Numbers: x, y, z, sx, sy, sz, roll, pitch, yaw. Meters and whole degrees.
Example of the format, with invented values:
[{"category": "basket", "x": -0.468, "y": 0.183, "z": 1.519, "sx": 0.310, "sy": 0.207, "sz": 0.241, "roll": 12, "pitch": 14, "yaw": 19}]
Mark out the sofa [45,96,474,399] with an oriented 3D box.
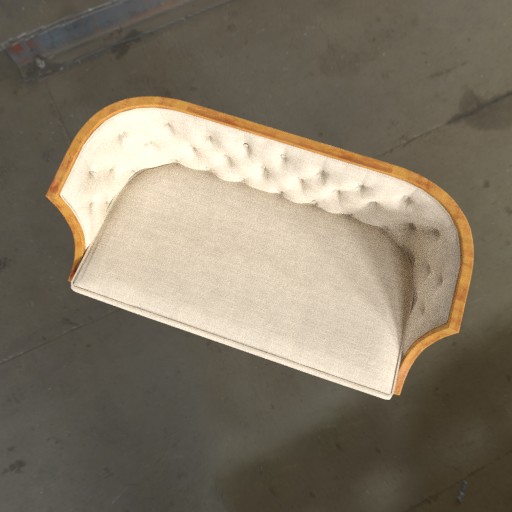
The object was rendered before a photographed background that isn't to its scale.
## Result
[{"category": "sofa", "x": 0.000, "y": 0.000, "z": 1.867, "sx": 1.474, "sy": 0.775, "sz": 0.770, "roll": 18, "pitch": 77, "yaw": 5}]
